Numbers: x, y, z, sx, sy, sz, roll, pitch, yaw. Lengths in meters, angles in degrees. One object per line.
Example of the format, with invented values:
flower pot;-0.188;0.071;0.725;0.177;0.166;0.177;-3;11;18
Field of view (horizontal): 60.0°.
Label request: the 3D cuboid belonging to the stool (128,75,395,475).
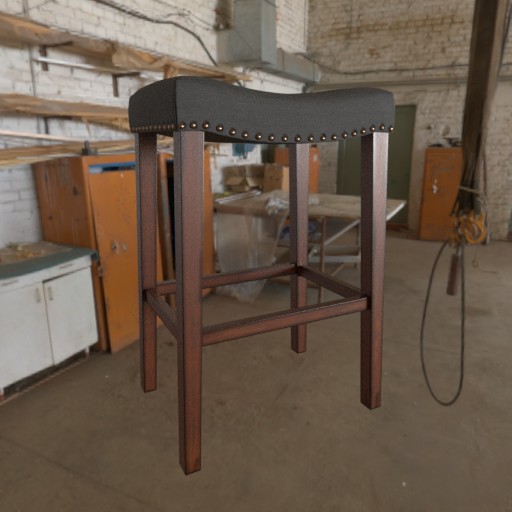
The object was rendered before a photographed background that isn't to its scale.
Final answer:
stool;0.000;0.000;1.041;0.502;0.748;0.366;-8;17;-26
